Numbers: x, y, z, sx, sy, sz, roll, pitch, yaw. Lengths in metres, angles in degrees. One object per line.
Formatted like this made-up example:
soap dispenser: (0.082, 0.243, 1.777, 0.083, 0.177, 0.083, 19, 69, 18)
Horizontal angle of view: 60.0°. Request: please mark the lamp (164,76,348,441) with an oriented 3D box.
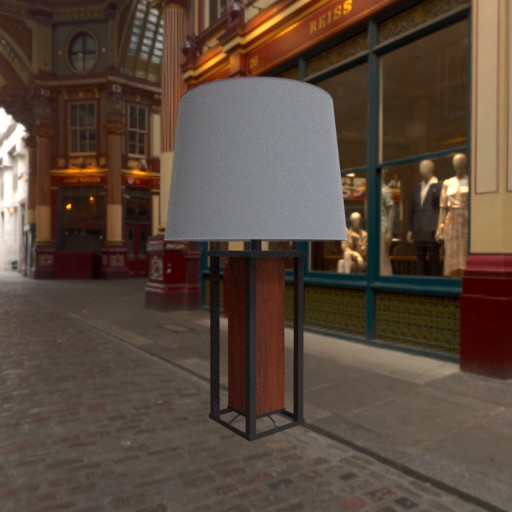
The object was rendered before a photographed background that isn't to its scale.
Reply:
lamp: (0.000, 0.000, 0.789, 0.320, 0.591, 0.320, 0, 1, 0)
